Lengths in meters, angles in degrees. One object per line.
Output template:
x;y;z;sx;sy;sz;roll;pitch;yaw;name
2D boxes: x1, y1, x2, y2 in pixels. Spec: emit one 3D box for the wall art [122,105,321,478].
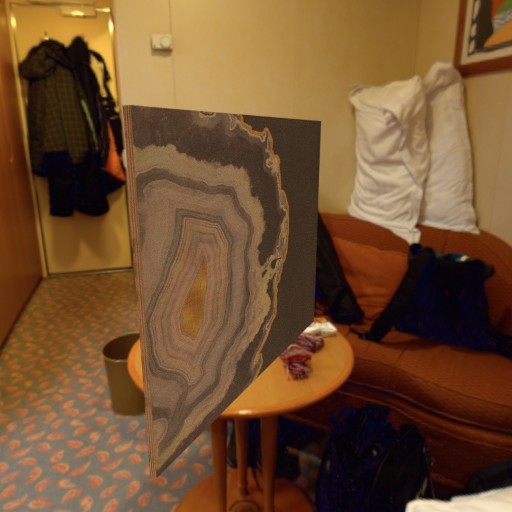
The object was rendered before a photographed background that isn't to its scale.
0.000;0.000;0.676;0.010;0.408;0.508;8;17;27;wall art
